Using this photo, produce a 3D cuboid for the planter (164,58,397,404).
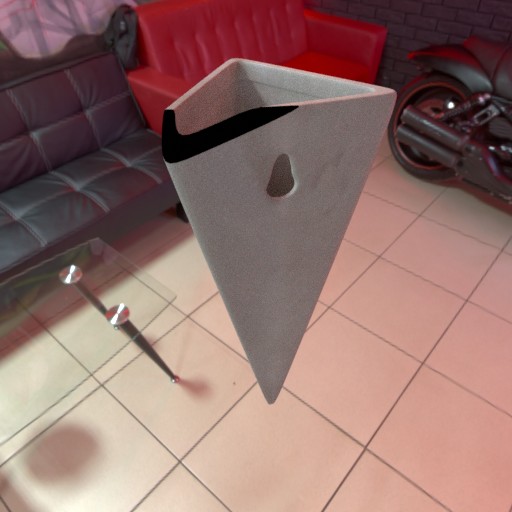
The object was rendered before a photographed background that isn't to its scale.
[{"bbox_3d":[0.000,0.000,0.159,0.058,0.130,0.047,-11,44,-12],"label":"planter"}]
